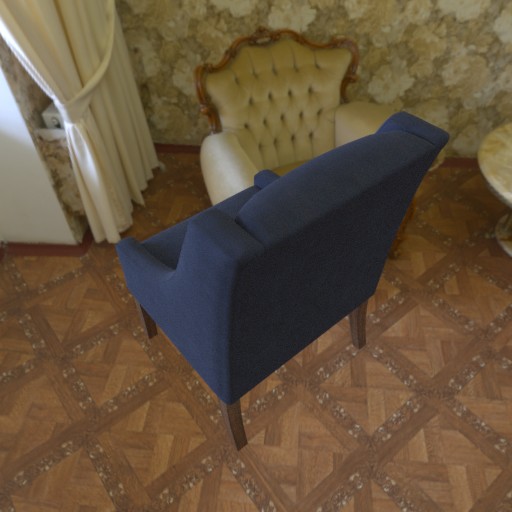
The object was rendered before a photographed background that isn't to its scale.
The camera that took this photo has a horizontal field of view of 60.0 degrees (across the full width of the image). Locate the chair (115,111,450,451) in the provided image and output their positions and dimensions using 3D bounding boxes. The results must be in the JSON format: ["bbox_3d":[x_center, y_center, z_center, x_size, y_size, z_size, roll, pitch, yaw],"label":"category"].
[{"bbox_3d":[0.000,0.000,1.317,0.629,0.895,0.629,-31,54,-26],"label":"chair"}]
